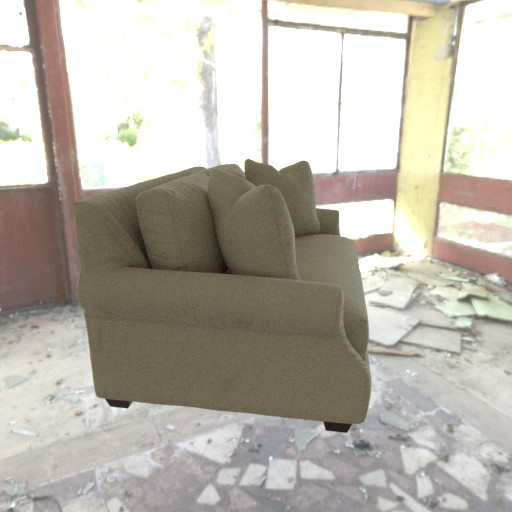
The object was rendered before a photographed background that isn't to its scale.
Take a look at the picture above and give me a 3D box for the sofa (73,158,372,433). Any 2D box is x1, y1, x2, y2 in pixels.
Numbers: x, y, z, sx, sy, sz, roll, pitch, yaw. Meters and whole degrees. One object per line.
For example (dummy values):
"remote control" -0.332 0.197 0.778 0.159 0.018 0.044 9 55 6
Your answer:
"sofa" 0.000 0.000 2.202 1.070 0.905 1.550 3 17 9
